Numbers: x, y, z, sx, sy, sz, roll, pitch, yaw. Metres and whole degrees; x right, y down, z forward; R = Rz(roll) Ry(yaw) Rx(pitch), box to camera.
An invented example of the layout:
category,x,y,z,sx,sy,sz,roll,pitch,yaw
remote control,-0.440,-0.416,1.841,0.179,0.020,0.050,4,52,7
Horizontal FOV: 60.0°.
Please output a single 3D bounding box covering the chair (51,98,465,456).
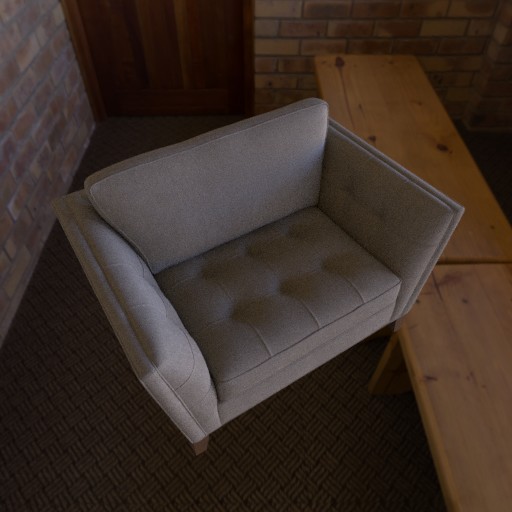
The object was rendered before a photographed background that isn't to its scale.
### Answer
category,x,y,z,sx,sy,sz,roll,pitch,yaw
chair,0.000,0.000,2.013,1.396,0.942,0.965,-25,52,-22
